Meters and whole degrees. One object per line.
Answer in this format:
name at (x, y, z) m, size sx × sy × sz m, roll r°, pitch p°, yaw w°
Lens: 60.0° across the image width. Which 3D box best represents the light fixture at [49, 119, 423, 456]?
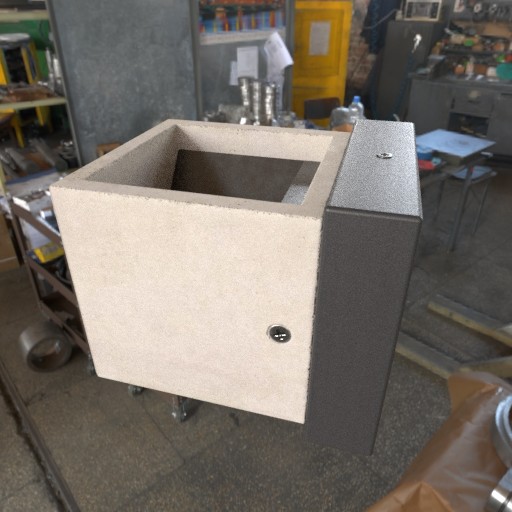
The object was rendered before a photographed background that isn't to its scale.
light fixture at (0.000, 0.000, 0.235) m, size 0.143 × 0.121 × 0.121 m, roll 8°, pitch 32°, yaw 13°
